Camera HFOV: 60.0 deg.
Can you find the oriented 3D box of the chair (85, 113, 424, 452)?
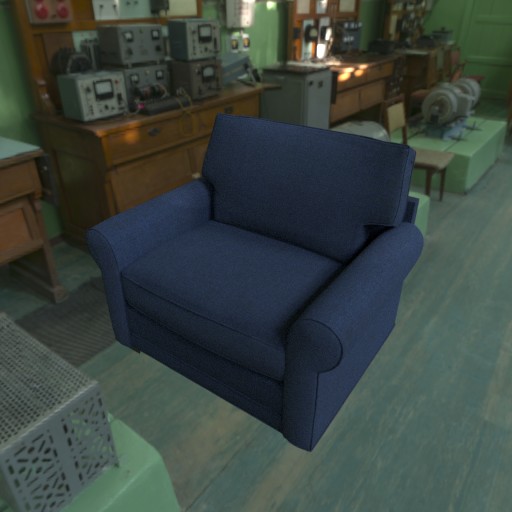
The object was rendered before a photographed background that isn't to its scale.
[{"bbox_3d":[0.000,0.000,2.041,1.285,1.044,0.963,20,36,30],"label":"chair"}]
